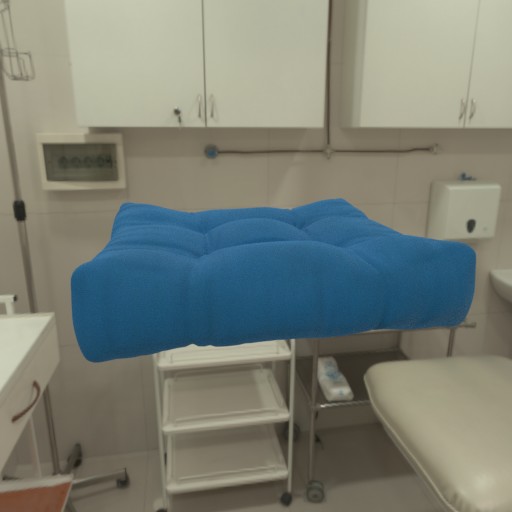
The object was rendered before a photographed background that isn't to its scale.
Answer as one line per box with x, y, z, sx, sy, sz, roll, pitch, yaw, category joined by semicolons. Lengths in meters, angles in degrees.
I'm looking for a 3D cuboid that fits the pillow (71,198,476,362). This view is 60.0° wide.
0.000;0.000;0.724;0.490;0.128;0.468;-3;16;-10;pillow
